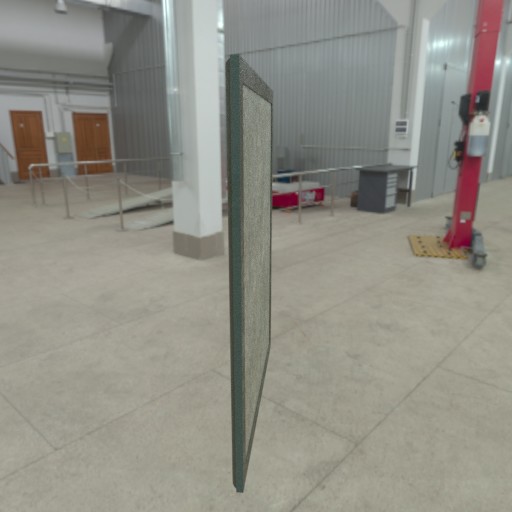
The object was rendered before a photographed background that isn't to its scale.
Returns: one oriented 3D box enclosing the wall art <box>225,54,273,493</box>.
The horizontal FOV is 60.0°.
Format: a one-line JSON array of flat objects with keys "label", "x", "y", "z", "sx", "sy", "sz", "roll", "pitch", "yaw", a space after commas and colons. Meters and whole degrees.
[{"label": "wall art", "x": 0.000, "y": 0.000, "z": 1.314, "sx": 0.030, "sy": 0.983, "sz": 0.767, "roll": 2, "pitch": 16, "yaw": 7}]
